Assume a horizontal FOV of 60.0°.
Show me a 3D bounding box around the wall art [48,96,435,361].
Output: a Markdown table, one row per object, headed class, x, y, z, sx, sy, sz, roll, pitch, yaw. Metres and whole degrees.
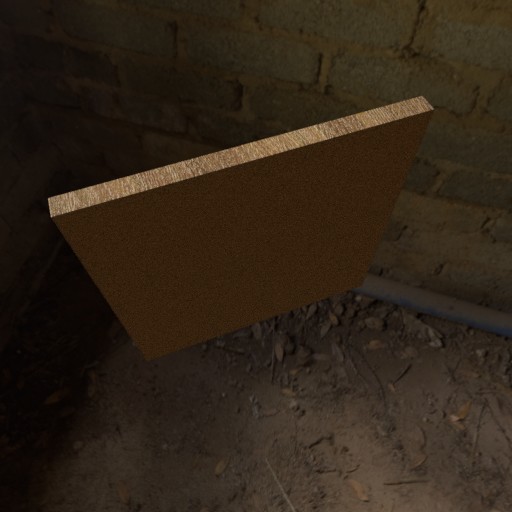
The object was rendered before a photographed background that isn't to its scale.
| class | x | y | z | sx | sy | sz | roll | pitch | yaw |
| --- | --- | --- | --- | --- | --- | --- | --- | --- | --- |
| wall art | 0.000 | 0.000 | 0.925 | 0.611 | 0.608 | 0.042 | -18 | 60 | -11 |
